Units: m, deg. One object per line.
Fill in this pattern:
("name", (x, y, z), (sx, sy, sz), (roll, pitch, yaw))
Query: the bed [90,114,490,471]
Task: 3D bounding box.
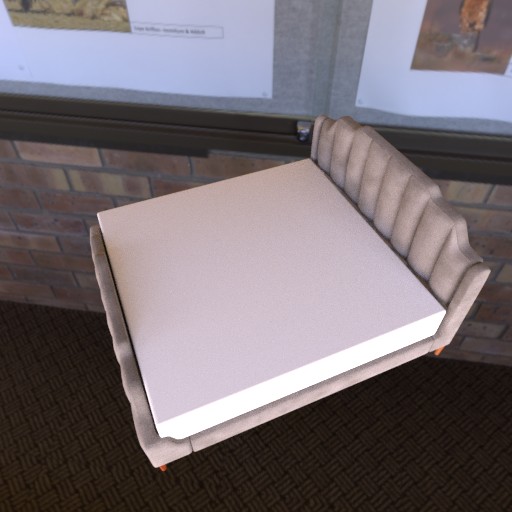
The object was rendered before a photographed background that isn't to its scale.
("bed", (0.000, 0.000, 3.389), (2.340, 1.245, 2.074), (-17, 49, -16))
